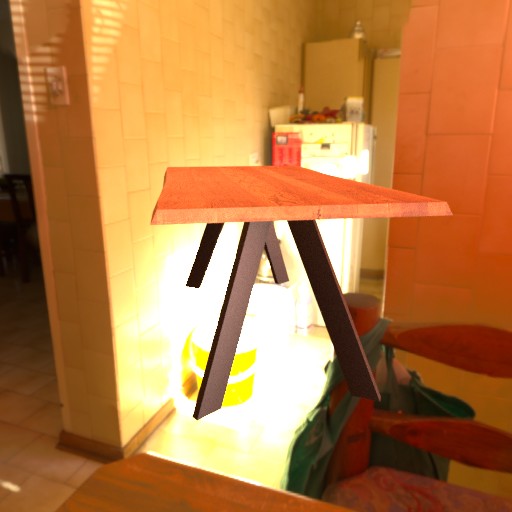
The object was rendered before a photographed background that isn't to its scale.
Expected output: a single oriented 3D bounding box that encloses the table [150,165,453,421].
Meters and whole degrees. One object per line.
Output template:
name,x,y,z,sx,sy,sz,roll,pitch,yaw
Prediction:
table,0.000,0.000,2.214,0.900,0.770,1.800,-3,15,-10
